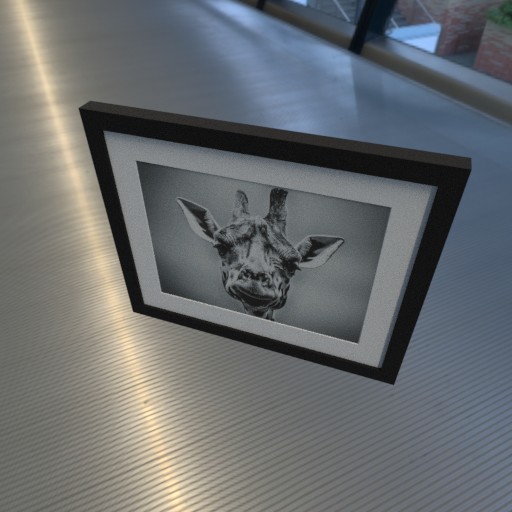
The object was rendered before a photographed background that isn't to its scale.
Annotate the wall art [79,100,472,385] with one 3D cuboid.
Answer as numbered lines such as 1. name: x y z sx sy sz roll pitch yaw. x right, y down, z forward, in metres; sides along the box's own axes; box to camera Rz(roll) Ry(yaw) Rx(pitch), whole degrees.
1. wall art: 0.000 0.000 0.761 0.558 0.457 0.031 13 43 14
